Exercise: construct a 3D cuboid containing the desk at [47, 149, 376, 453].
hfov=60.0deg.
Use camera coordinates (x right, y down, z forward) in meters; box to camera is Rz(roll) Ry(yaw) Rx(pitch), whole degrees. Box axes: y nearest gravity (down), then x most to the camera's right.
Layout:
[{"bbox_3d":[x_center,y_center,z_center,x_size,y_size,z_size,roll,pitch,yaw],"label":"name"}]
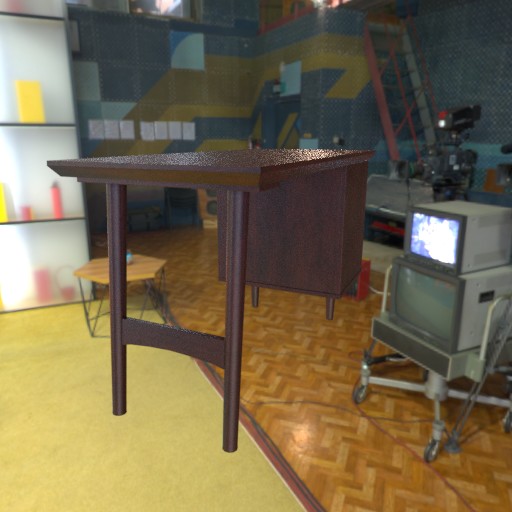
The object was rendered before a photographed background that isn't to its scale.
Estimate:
[{"bbox_3d":[0.000,0.000,1.688,0.612,0.758,1.277,7,17,24],"label":"desk"}]
